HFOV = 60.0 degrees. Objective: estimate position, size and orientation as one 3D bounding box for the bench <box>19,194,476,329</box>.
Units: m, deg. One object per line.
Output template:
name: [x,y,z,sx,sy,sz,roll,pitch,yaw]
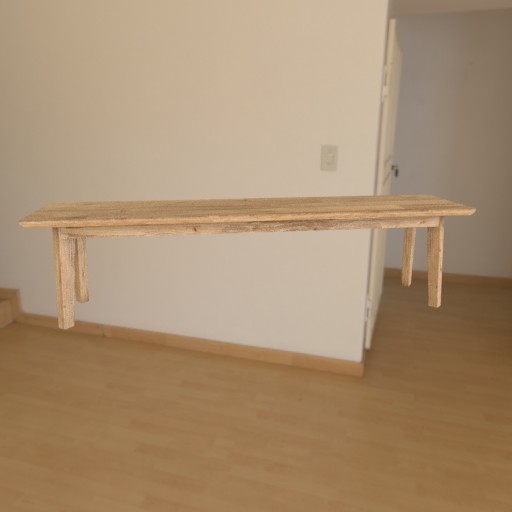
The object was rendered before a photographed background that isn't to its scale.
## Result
bench: [0.000,0.000,1.871,1.698,0.431,0.378,-2,17,-8]
